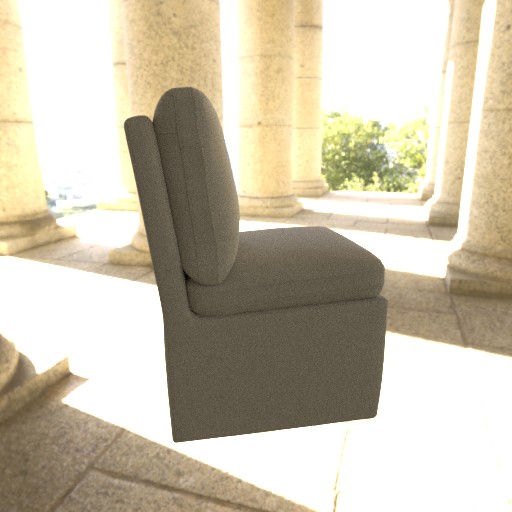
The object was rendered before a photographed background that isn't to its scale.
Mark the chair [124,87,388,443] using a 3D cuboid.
[{"bbox_3d":[0.000,0.000,1.367,0.698,0.927,0.503,-3,15,-11],"label":"chair"}]
